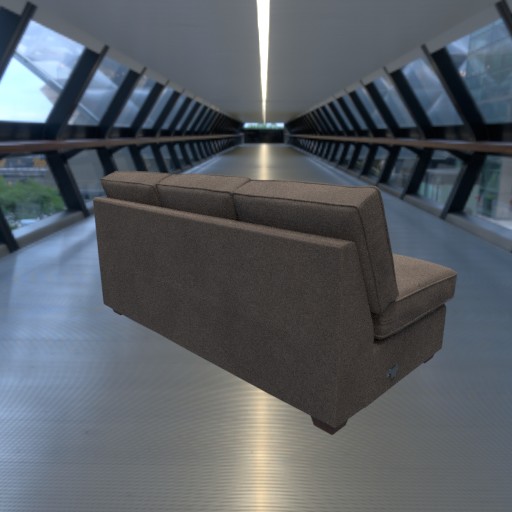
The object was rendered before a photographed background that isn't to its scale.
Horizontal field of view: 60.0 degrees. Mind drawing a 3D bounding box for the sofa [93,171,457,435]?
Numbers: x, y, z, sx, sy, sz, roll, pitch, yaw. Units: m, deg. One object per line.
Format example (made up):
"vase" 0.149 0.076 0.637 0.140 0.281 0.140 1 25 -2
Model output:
"sofa" 0.000 0.000 2.568 1.027 0.973 1.962 -14 20 -43
